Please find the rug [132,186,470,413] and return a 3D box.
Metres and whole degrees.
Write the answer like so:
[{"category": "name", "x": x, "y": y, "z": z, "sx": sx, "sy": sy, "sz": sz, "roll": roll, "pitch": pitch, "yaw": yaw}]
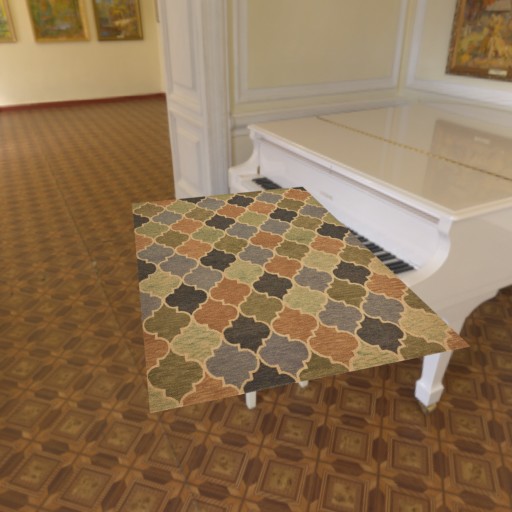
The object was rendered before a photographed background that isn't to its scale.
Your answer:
[{"category": "rug", "x": 0.000, "y": 0.000, "z": 2.934, "sx": 1.521, "sy": 0.006, "sz": 2.284, "roll": -8, "pitch": 30, "yaw": -13}]
